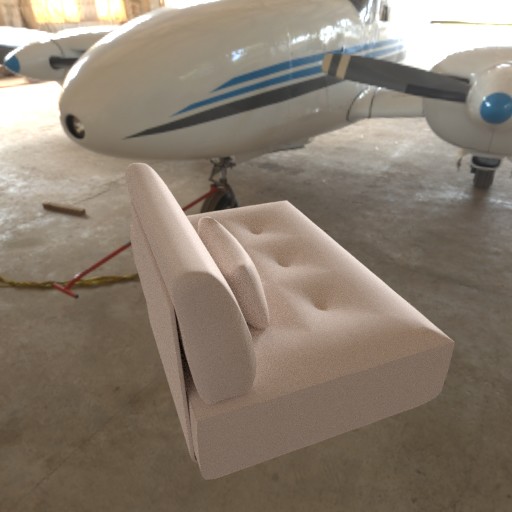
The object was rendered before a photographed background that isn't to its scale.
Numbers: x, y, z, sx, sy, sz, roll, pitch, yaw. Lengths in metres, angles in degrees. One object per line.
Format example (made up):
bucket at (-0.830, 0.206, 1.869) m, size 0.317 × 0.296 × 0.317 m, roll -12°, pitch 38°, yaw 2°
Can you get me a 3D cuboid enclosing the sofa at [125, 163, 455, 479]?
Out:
sofa at (0.000, 0.000, 2.000) m, size 1.000 × 0.820 × 1.450 m, roll -11°, pitch 32°, yaw -19°
